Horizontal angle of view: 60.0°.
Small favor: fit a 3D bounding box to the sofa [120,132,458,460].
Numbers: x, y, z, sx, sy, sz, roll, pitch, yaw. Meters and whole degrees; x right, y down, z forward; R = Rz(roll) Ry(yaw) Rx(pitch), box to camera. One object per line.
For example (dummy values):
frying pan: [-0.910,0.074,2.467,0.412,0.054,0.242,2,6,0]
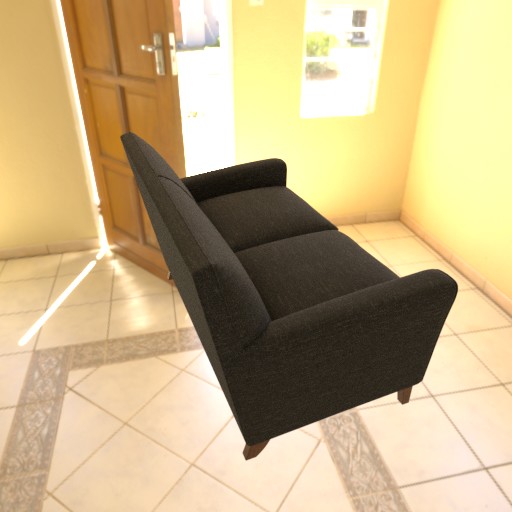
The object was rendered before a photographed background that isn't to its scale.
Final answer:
sofa: [0.000,0.000,1.950,0.875,0.846,1.420,-12,32,-19]
